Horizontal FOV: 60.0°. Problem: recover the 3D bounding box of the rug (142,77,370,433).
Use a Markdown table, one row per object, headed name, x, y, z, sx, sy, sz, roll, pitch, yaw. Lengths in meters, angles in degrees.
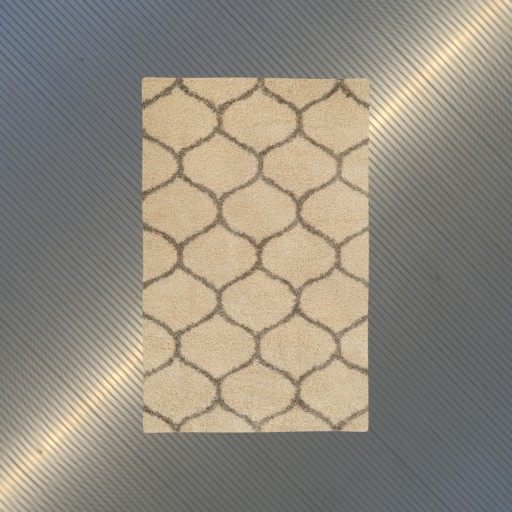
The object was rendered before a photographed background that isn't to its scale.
| name | x | y | z | sx | sy | sz | roll | pitch | yaw |
| --- | --- | --- | --- | --- | --- | --- | --- | --- | --- |
| rug | 0.000 | 0.000 | 2.940 | 1.501 | 0.024 | 2.348 | 0 | 91 | -1 |
